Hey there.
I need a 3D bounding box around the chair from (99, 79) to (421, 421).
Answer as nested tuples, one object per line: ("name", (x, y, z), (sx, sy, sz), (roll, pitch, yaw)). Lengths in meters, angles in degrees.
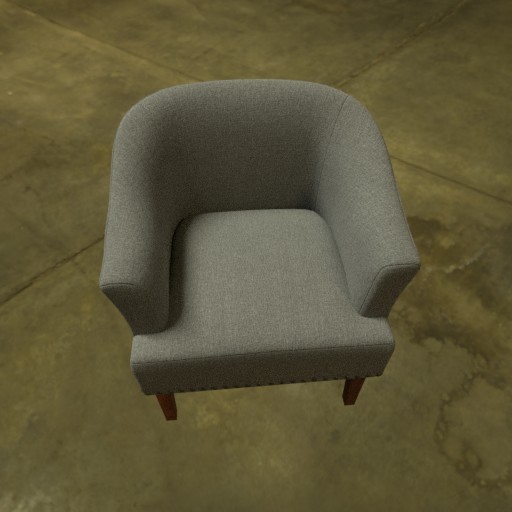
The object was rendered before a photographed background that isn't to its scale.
("chair", (0.000, 0.000, 1.373), (0.798, 0.815, 0.704), (-4, 46, -4))
